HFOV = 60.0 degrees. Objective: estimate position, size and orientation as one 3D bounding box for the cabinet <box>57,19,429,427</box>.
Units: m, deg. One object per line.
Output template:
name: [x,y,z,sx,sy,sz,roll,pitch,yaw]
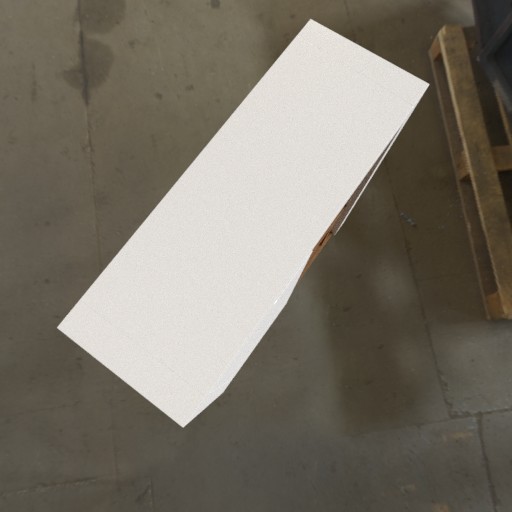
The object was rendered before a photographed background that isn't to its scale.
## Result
cabinet: [0.000,0.000,1.587,0.348,1.150,0.990,35,79,8]
